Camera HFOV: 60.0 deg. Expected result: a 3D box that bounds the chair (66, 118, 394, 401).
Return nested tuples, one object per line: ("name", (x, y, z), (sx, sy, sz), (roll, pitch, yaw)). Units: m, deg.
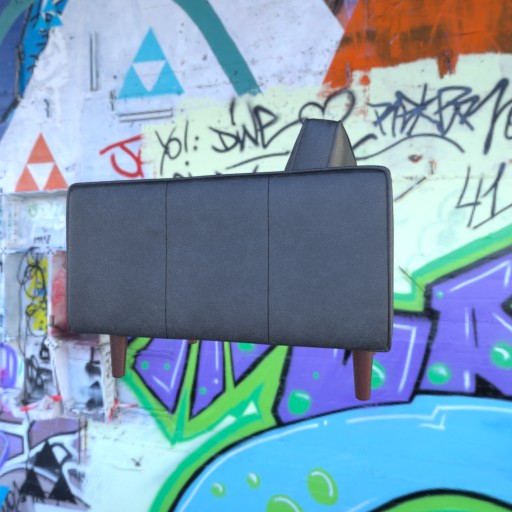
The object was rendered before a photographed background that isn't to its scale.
("chair", (0.000, 0.000, 1.553), (0.914, 0.763, 0.889), (0, 0, 17))
